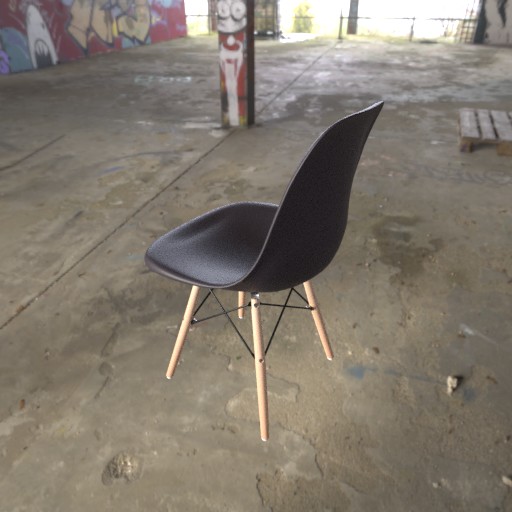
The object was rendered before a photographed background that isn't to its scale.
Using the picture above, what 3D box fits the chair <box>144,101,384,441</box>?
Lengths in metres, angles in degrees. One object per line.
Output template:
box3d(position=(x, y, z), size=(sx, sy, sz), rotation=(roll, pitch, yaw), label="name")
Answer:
box3d(position=(0.000, 0.000, 1.164), size=(0.533, 0.825, 0.470), rotation=(21, 37, 30), label="chair")
